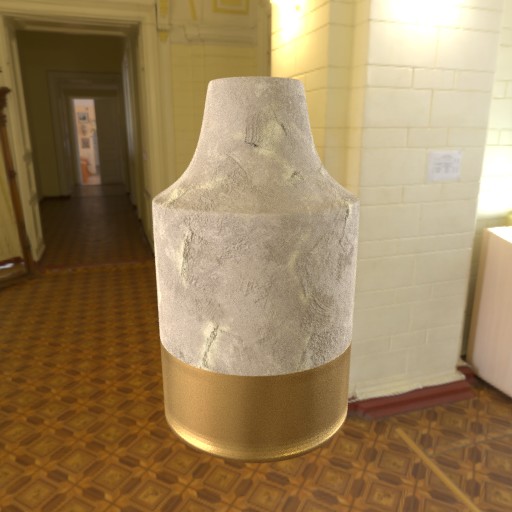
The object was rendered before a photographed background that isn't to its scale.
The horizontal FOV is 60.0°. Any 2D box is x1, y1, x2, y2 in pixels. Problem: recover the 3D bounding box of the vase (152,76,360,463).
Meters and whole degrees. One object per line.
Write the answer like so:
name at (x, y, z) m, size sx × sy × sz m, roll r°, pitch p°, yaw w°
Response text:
vase at (0.000, 0.000, 0.415) m, size 0.184 × 0.305 × 0.184 m, roll 0°, pitch 15°, yaw 0°
